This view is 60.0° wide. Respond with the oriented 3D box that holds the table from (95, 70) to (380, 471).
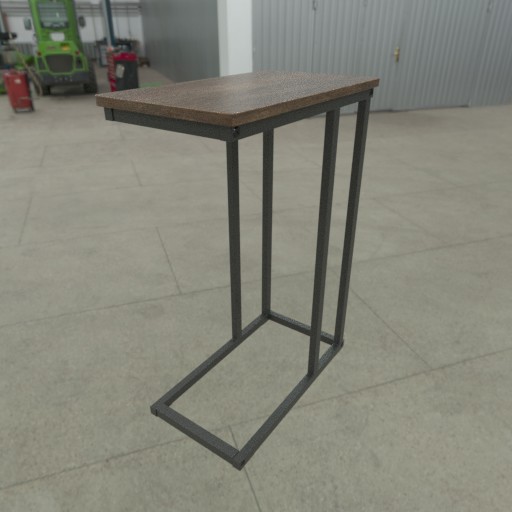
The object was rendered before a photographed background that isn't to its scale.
[{"bbox_3d":[0.000,0.000,0.879,0.254,0.637,0.450,18,33,31],"label":"table"}]
